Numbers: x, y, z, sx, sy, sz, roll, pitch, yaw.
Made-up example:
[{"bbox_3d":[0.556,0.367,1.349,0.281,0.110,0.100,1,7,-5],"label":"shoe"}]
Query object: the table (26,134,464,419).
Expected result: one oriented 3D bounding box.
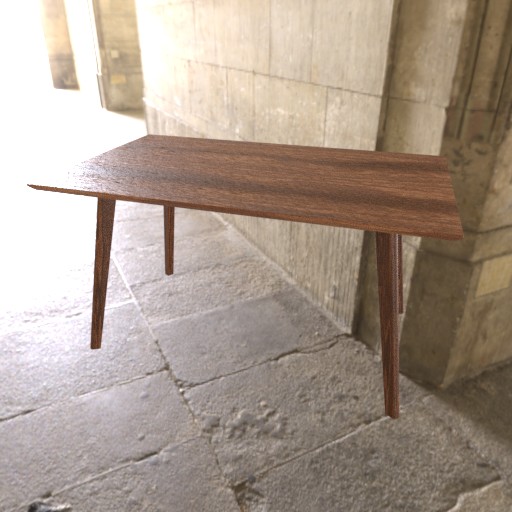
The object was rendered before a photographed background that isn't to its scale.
[{"bbox_3d":[0.000,0.000,1.797,1.349,0.724,0.801,8,29,16],"label":"table"}]
